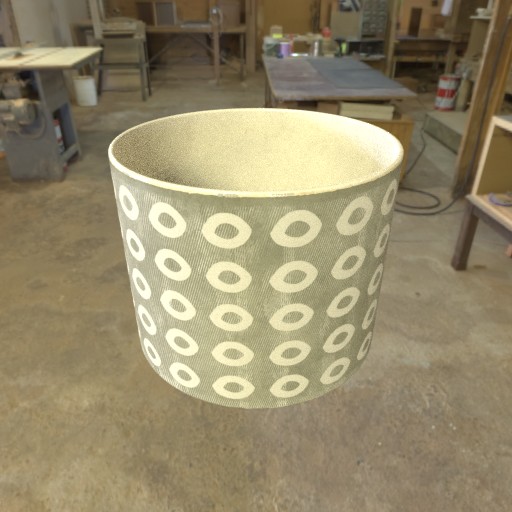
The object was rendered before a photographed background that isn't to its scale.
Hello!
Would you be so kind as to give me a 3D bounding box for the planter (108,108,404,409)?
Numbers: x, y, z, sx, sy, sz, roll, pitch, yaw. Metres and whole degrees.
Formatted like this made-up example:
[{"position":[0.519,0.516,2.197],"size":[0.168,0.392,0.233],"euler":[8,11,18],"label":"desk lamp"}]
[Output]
[{"position":[0.000,0.000,0.449],"size":[0.250,0.239,0.250],"euler":[0,30,0],"label":"planter"}]
